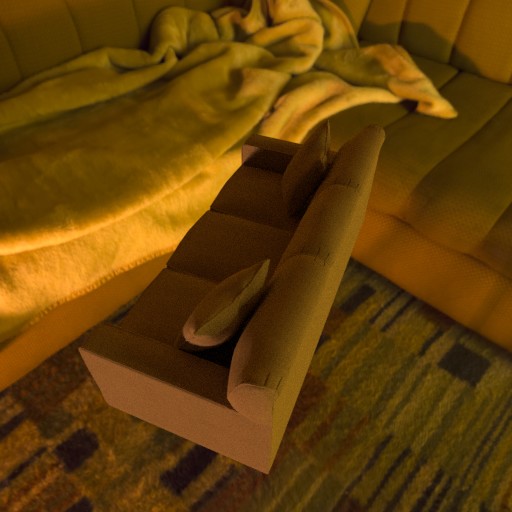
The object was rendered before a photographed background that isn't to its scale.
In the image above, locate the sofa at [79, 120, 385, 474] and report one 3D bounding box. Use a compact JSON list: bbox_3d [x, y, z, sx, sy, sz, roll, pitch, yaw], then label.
[{"bbox_3d":[0.000,0.000,2.630,0.997,0.958,2.024,17,48,16],"label":"sofa"}]
